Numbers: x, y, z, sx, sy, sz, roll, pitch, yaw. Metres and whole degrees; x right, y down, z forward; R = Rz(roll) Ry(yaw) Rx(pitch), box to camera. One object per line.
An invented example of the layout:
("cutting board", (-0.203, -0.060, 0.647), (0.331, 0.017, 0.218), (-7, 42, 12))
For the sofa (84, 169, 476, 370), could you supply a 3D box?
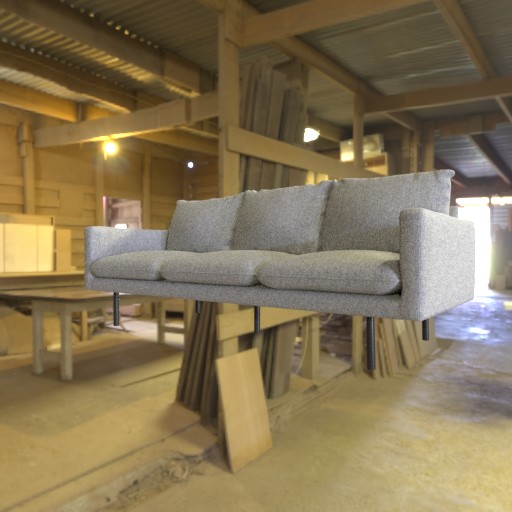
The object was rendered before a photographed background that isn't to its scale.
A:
("sofa", (0.000, 0.000, 2.380), (2.000, 0.830, 0.850), (1, 1, 37))
